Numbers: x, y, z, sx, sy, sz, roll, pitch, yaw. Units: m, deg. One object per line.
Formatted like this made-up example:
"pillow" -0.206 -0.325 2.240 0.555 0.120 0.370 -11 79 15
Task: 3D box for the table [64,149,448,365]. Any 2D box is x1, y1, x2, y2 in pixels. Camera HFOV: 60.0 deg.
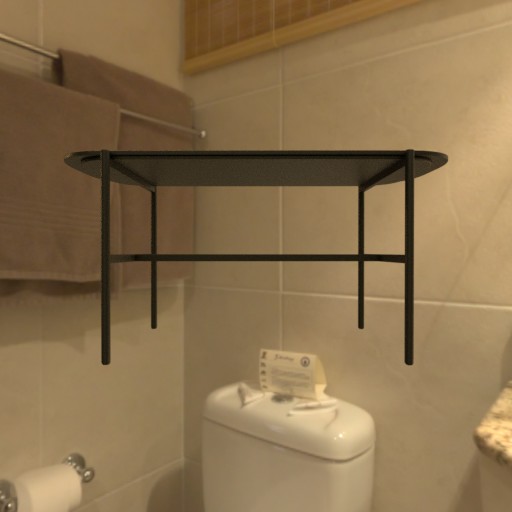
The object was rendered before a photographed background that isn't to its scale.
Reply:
"table" 0.000 0.000 1.015 0.800 0.400 0.400 0 1 0
